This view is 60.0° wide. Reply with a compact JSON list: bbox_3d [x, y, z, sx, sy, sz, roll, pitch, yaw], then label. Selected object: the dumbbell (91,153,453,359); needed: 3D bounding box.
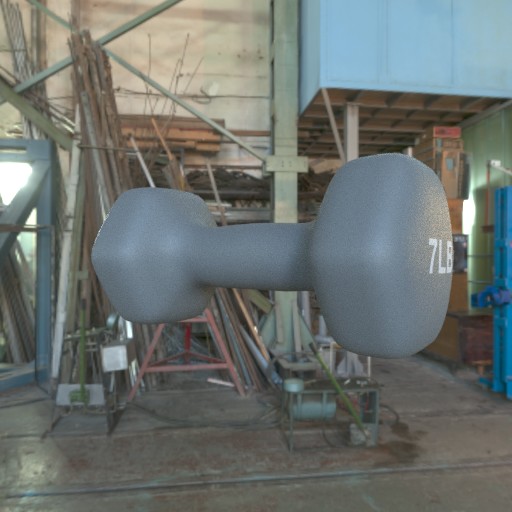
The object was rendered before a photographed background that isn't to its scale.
[{"bbox_3d":[0.000,0.000,0.230,0.184,0.081,0.090,0,0,37],"label":"dumbbell"}]
